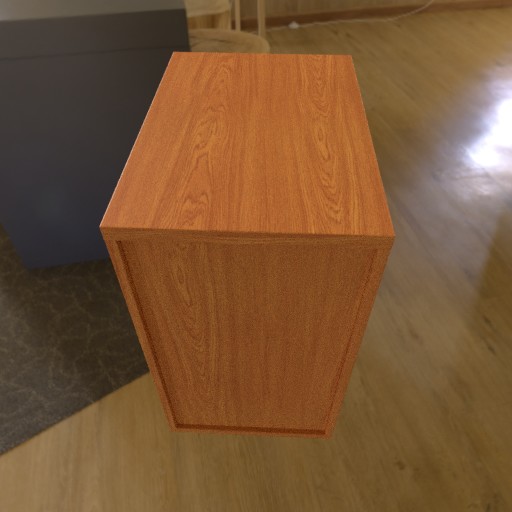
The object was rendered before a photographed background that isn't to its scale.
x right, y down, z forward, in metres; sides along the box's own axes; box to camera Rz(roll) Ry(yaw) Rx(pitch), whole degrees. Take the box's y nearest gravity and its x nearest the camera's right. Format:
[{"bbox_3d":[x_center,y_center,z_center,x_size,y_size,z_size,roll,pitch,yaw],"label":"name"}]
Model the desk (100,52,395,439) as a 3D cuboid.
[{"bbox_3d":[0.000,0.000,1.074,0.404,0.730,0.600,2,47,2],"label":"desk"}]
